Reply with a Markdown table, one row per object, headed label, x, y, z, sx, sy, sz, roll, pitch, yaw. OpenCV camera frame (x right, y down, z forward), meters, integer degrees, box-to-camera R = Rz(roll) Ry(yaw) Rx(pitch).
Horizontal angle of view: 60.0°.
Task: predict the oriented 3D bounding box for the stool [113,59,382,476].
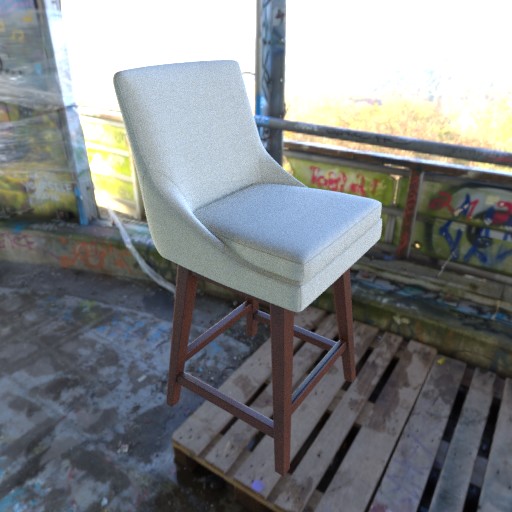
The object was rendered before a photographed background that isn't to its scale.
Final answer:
| label | x | y | z | sx | sy | sz | roll | pitch | yaw |
| --- | --- | --- | --- | --- | --- | --- | --- | --- | --- |
| stool | 0.000 | 0.000 | 1.264 | 0.559 | 0.991 | 0.469 | 18 | 33 | 31 |
